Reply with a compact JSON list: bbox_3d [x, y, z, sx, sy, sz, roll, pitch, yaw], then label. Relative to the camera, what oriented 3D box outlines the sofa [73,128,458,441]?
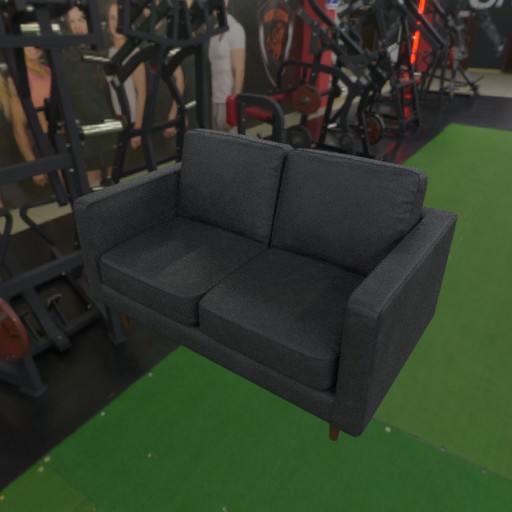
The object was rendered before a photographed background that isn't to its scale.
[{"bbox_3d":[0.000,0.000,1.991,1.430,0.899,0.879,19,34,31],"label":"sofa"}]
